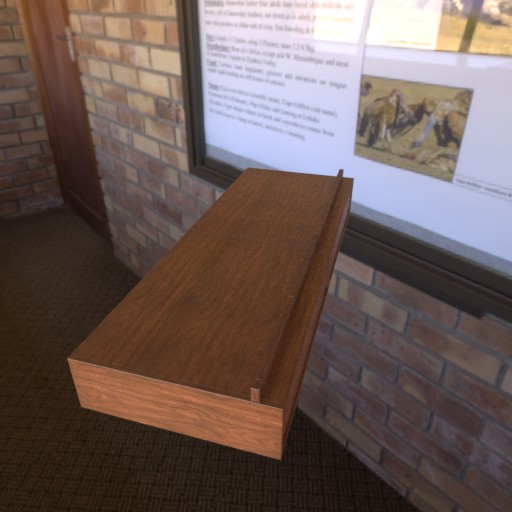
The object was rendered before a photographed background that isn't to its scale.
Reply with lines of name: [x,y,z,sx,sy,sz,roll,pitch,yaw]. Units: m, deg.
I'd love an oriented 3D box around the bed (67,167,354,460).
bed: [0.000,0.000,2.339,0.787,0.326,2.057,9,31,14]
